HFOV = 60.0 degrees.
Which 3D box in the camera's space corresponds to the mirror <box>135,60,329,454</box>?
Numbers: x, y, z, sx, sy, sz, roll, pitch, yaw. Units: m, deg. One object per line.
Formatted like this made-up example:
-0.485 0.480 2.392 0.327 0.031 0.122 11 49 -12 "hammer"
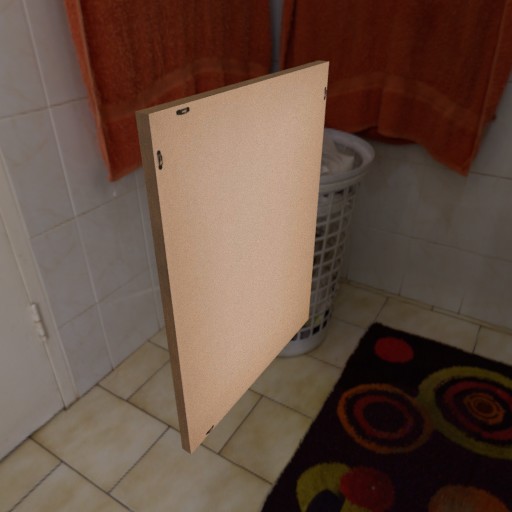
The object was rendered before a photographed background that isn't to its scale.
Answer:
0.000 0.000 1.359 0.040 1.016 0.762 19 37 28 "mirror"
